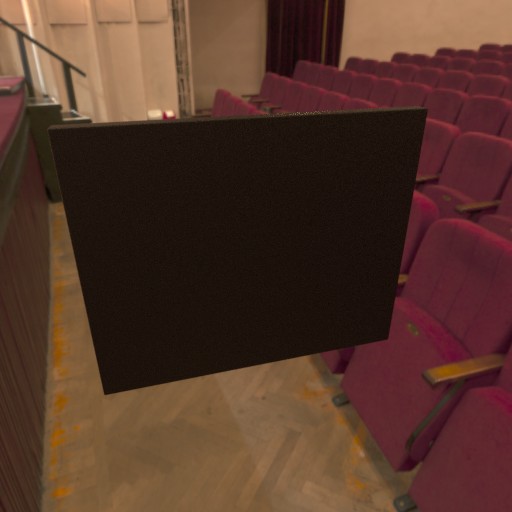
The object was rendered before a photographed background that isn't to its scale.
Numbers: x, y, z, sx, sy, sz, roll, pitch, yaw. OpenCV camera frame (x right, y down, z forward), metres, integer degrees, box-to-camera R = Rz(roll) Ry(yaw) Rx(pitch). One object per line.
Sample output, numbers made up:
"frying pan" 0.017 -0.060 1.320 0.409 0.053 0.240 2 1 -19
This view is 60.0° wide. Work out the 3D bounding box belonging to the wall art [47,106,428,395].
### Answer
"wall art" 0.000 0.000 0.745 0.558 0.457 0.031 -8 29 -14
